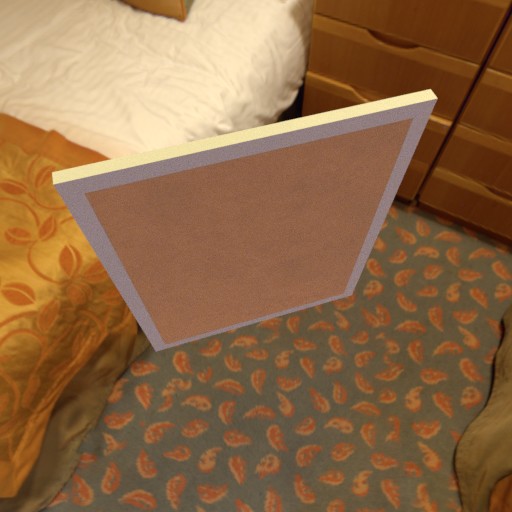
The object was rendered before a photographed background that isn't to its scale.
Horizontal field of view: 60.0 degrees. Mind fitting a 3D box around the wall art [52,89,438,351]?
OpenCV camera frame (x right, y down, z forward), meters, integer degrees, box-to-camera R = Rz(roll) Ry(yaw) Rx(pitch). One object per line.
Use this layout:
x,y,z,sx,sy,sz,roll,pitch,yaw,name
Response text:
0.000,0.000,1.088,0.661,0.811,0.026,-15,61,-8,wall art
